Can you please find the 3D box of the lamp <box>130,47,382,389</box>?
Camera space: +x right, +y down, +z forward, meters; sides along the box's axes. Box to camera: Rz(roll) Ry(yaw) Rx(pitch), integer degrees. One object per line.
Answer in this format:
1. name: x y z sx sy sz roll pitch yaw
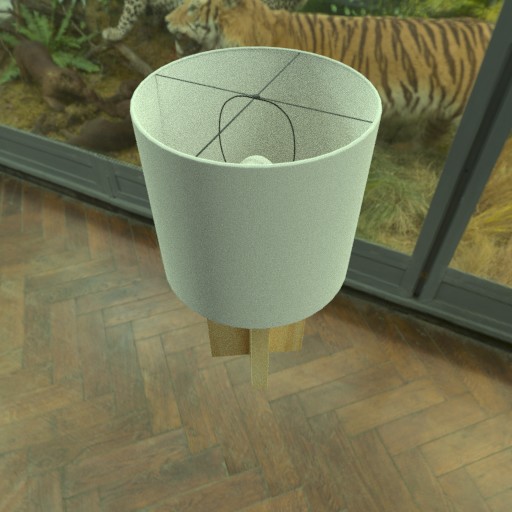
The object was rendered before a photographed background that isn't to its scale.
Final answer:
1. lamp: 0.000 0.000 0.562 0.229 0.428 0.229 -3 46 -3
